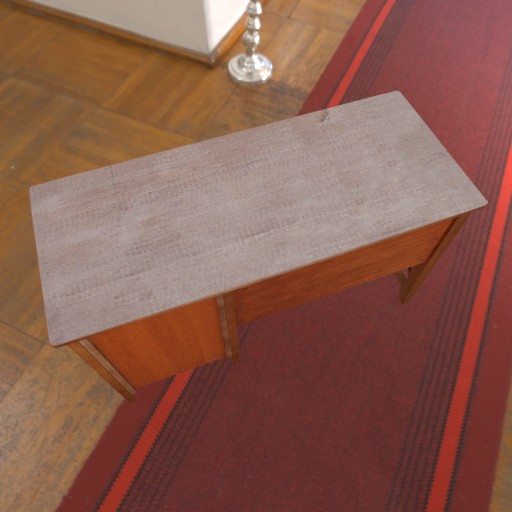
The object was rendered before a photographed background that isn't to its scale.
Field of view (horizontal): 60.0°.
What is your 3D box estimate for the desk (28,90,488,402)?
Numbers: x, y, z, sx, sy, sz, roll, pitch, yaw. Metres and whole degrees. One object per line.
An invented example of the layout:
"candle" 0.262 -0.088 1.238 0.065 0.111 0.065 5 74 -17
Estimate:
"desk" 0.000 0.000 1.730 1.353 0.756 0.574 -18 61 -10
